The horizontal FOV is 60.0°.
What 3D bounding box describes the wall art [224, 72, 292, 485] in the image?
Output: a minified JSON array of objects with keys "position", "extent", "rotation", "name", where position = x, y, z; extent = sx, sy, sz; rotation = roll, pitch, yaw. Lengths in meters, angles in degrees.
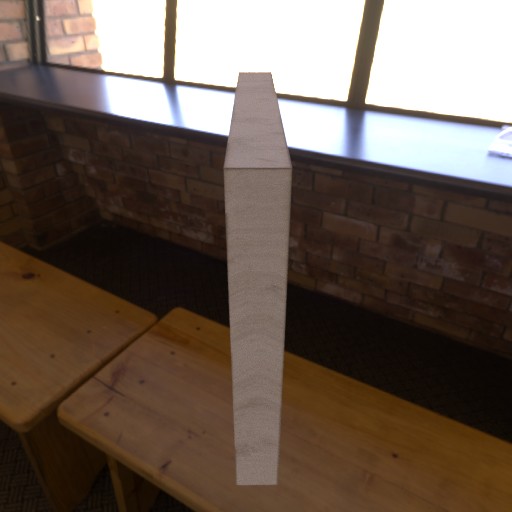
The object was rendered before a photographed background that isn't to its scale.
[{"position":[0.000,0.000,0.454],"extent":[0.038,0.303,0.305],"rotation":[0,32,0],"name":"wall art"}]
